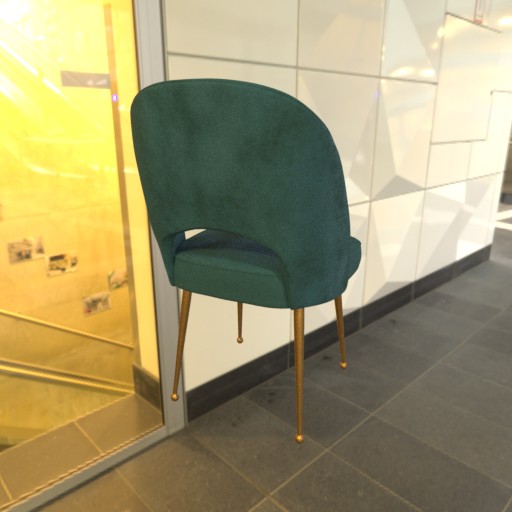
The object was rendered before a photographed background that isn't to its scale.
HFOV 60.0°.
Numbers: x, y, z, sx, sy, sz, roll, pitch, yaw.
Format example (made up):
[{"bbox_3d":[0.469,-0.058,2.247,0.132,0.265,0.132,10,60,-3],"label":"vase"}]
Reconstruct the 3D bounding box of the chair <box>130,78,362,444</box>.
[{"bbox_3d":[0.000,0.000,1.211,0.527,0.860,0.577,8,19,26],"label":"chair"}]
